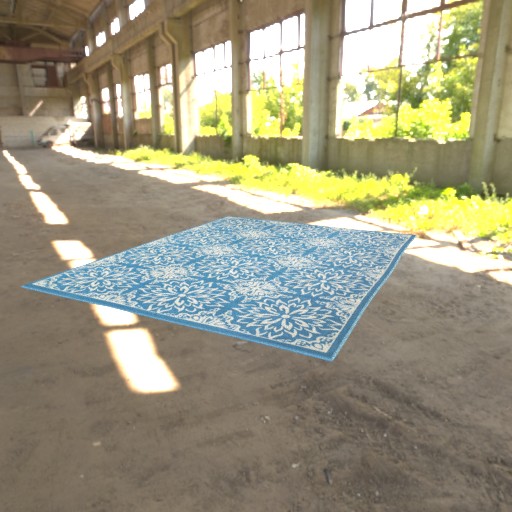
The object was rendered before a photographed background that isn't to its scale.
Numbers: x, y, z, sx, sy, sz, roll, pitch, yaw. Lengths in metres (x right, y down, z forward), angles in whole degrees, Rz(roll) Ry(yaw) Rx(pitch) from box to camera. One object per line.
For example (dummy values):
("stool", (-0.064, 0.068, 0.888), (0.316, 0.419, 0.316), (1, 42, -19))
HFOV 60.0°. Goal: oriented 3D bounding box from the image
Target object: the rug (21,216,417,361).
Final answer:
("rug", (0.000, 0.000, 3.965), (2.350, 0.018, 2.964), (8, 18, 26))
